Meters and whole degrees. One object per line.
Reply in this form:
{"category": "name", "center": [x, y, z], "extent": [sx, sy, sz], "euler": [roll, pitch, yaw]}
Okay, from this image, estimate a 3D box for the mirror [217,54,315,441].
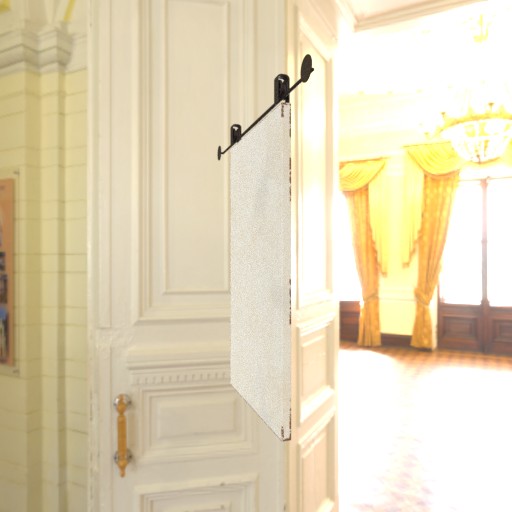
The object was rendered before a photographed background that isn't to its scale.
{"category": "mirror", "center": [0.000, 0.000, 1.234], "extent": [0.037, 0.844, 0.808], "euler": [0, 0, -18]}
